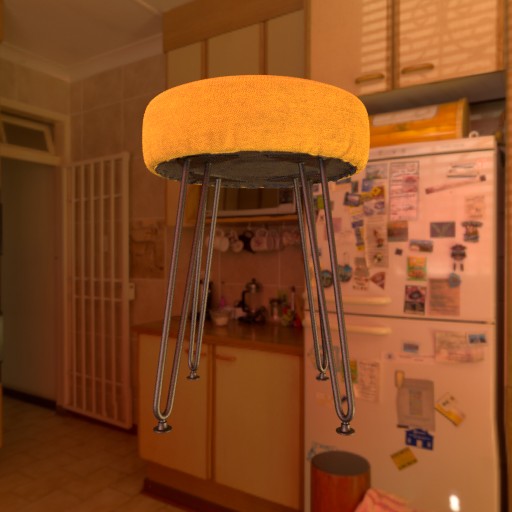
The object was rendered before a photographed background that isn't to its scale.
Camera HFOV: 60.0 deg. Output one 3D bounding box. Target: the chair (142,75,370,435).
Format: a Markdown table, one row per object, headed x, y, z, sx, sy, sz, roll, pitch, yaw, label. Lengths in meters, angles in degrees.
| x | y | z | sx | sy | sz | roll | pitch | yaw | label |
| --- | --- | --- | --- | --- | --- | --- | --- | --- | --- |
| 0.000 | 0.000 | 0.696 | 0.345 | 0.455 | 0.345 | 0 | 1 | 2 | chair |
